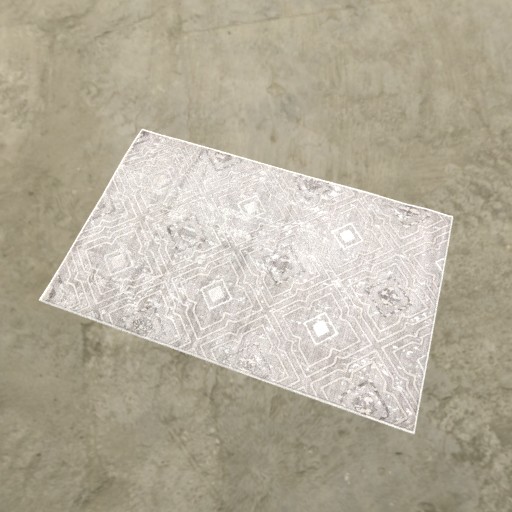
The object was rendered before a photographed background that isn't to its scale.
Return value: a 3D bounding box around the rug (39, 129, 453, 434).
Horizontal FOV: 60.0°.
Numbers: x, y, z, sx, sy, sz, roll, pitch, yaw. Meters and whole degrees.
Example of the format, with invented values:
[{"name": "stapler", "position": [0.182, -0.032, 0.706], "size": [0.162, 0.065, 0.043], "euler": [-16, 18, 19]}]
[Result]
[{"name": "rug", "position": [0.000, 0.000, 3.013], "size": [2.447, 0.036, 1.537], "euler": [17, 65, 8]}]
